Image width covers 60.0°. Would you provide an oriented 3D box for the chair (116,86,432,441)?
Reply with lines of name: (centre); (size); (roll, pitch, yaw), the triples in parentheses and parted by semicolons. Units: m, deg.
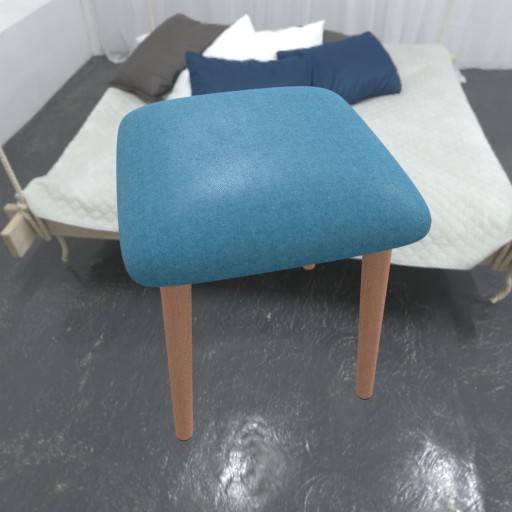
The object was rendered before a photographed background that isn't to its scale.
chair: (0.000, 0.000, 0.706); (0.360, 0.450, 0.360); (-9, 46, -9)
